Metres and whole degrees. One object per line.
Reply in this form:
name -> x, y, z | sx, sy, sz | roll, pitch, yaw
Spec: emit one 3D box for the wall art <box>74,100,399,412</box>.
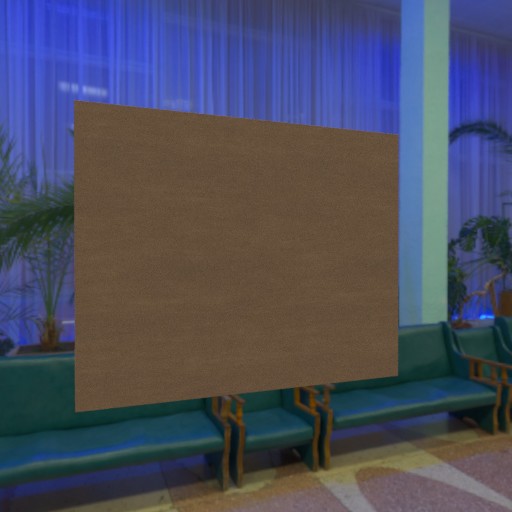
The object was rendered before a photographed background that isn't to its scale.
wall art -> 0.000, 0.000, 0.670 | 0.508, 0.408, 0.012 | 0, 1, -20
